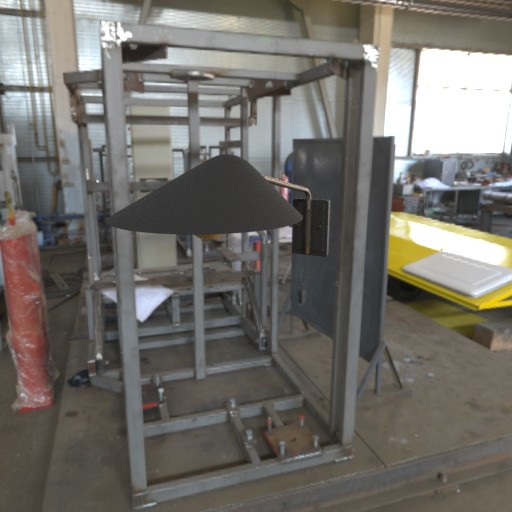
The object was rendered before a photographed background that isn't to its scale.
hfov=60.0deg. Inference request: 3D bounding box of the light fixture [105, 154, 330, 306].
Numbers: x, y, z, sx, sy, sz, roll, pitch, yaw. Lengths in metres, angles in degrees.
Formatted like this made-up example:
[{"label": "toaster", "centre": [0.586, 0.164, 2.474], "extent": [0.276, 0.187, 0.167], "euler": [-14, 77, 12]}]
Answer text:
[{"label": "light fixture", "centre": [0.000, 0.000, 0.692], "extent": [0.240, 0.312, 0.516], "euler": [7, 15, 26]}]
